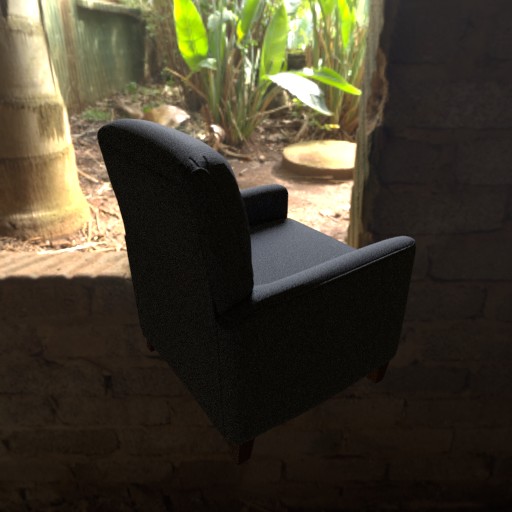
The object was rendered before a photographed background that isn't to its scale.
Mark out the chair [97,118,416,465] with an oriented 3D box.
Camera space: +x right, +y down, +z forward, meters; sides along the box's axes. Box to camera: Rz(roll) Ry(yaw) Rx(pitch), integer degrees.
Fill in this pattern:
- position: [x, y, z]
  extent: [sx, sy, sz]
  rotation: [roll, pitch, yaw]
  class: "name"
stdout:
- position: [0.000, 0.000, 1.639]
  extent: [0.850, 1.016, 0.839]
  rotation: [-18, 32, -31]
  class: "chair"
